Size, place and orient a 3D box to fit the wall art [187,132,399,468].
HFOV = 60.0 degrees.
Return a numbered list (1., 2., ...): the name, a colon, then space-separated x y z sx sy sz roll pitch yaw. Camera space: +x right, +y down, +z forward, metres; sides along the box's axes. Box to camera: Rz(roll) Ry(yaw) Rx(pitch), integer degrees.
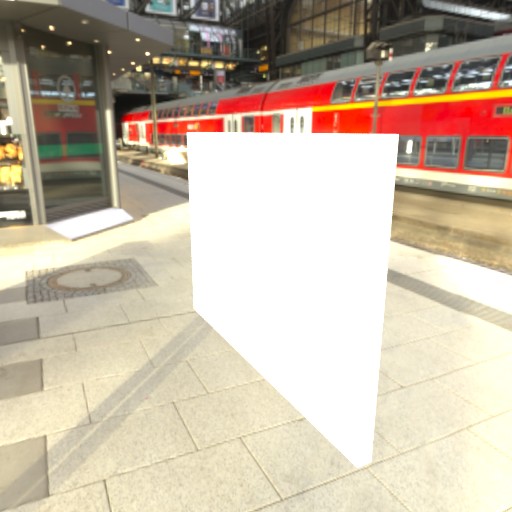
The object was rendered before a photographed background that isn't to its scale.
1. wall art: 0.000 0.000 1.687 0.051 0.902 1.308 -8 18 -27
